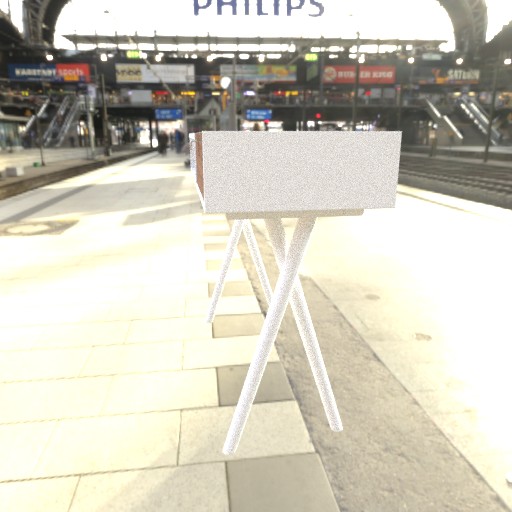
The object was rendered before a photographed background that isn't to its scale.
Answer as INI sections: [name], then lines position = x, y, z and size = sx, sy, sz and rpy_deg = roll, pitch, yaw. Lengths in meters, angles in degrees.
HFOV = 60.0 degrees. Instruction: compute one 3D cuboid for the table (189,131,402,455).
[table]
position = 0.000, 0.000, 1.465
size = 0.418, 0.785, 1.066
rpy_deg = -3, 15, -9
